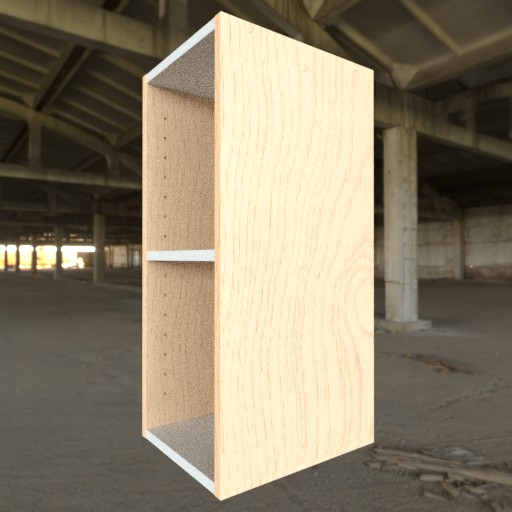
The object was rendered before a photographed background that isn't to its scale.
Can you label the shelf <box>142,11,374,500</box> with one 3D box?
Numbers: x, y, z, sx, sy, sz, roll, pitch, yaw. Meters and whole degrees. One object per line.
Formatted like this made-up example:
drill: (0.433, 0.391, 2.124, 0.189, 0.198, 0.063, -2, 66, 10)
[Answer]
shelf: (0.000, 0.000, 0.728, 0.290, 0.600, 0.250, 0, 0, -36)
